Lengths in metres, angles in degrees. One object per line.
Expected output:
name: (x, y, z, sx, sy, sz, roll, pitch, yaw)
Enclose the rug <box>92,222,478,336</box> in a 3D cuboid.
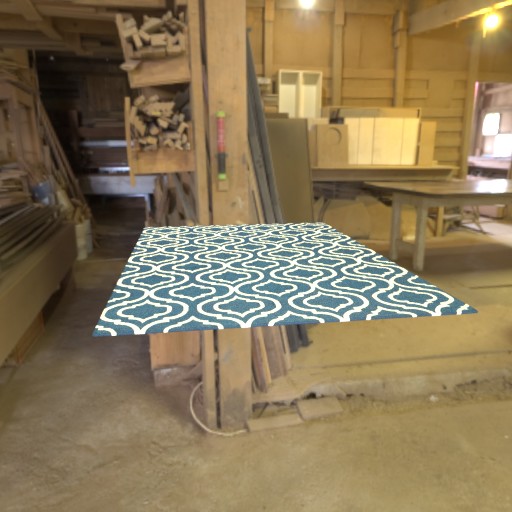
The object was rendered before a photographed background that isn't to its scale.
rug: (0.000, 0.000, 2.726, 1.524, 0.010, 2.134, -2, 14, -8)
